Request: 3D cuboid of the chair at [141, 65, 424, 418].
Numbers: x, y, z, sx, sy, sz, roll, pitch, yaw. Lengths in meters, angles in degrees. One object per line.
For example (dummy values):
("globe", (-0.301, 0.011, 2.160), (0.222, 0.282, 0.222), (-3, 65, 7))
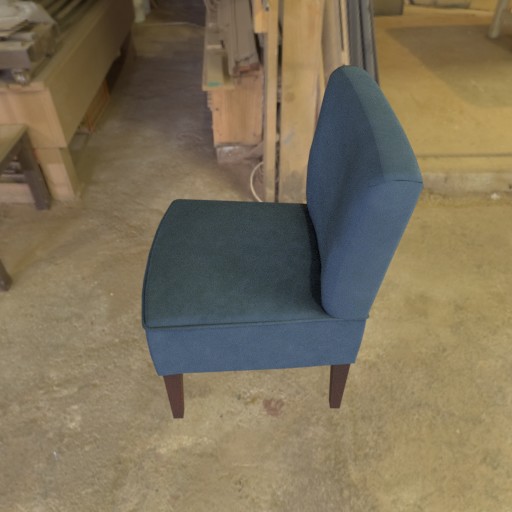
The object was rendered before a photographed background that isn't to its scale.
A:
("chair", (0.000, 0.000, 1.149), (0.551, 0.806, 0.521), (0, 42, 0))
